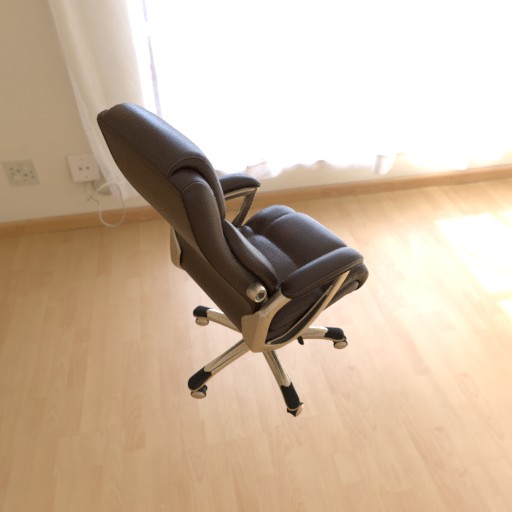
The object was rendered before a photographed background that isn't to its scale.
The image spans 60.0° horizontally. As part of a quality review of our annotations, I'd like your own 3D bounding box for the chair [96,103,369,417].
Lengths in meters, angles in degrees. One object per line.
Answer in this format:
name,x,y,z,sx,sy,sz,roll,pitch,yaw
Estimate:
chair,0.000,0.000,1.613,0.749,1.194,0.692,-26,48,-27
